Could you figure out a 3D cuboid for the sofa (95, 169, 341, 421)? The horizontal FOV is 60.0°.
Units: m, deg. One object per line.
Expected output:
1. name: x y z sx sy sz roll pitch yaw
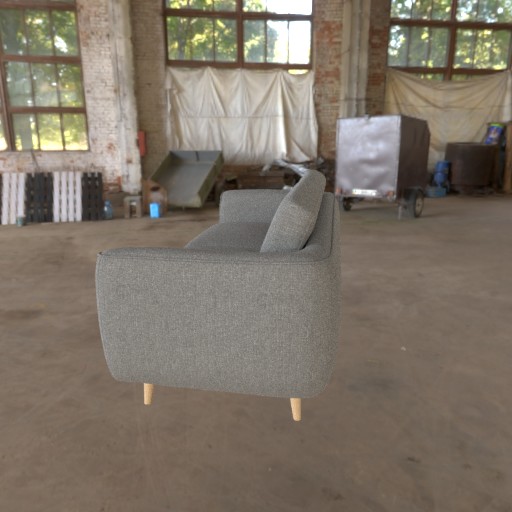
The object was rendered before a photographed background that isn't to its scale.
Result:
1. sofa: 0.000 0.000 2.458 0.920 0.870 2.000 3 15 10
